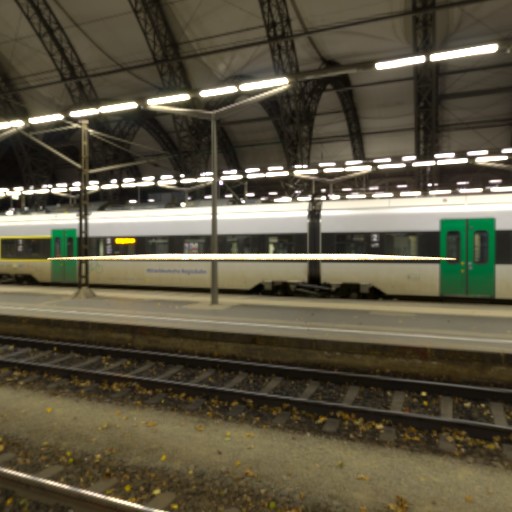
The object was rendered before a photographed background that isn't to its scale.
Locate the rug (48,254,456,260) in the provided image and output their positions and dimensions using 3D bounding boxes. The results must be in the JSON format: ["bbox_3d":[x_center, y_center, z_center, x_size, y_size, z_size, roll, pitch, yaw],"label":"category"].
[{"bbox_3d":[0.000,0.000,4.158,2.441,0.011,3.050,0,1,2],"label":"rug"}]
